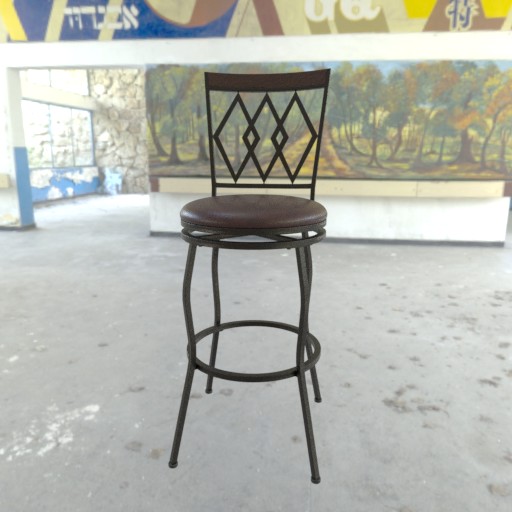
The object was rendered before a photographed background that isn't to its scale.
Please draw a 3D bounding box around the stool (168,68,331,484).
[{"bbox_3d":[0.000,0.000,1.351,0.432,1.134,0.521,2,13,8],"label":"stool"}]
